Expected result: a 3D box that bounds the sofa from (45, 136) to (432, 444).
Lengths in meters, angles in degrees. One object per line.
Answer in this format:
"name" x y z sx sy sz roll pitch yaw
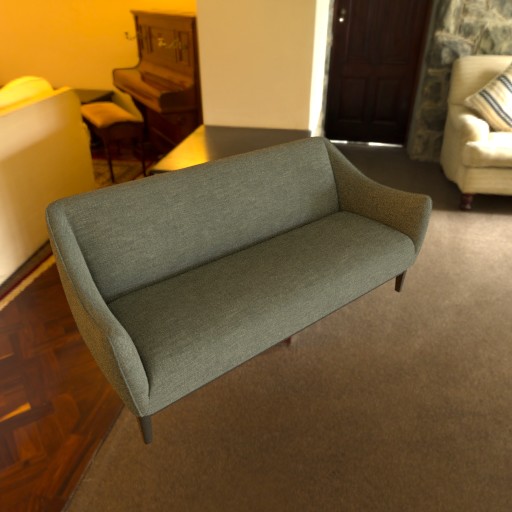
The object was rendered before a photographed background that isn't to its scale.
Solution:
"sofa" 0.000 0.000 2.353 1.928 0.829 0.867 -22 37 -33
